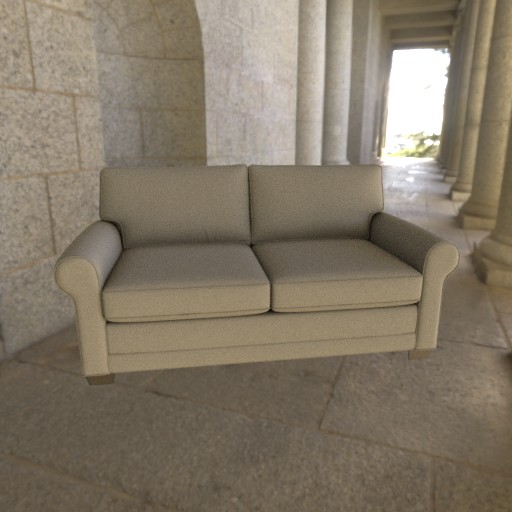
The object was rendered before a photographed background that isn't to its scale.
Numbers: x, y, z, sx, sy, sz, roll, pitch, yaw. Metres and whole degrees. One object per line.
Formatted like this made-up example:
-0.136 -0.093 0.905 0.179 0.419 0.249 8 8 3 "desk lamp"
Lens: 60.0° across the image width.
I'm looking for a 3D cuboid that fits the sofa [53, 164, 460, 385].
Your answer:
0.000 0.000 2.444 1.930 0.952 0.940 -2 16 -8 "sofa"
